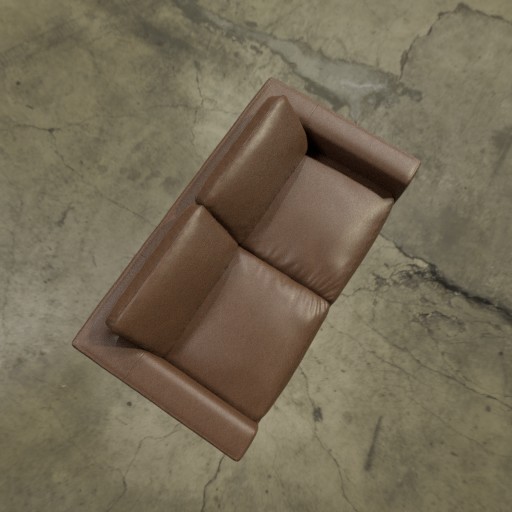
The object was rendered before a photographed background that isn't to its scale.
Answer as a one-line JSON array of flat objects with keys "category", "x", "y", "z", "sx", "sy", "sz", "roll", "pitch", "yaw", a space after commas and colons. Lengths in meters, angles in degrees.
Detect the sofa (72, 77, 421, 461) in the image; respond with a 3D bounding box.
[{"category": "sofa", "x": 0.000, "y": 0.000, "z": 2.558, "sx": 1.070, "sy": 0.800, "sz": 1.920, "roll": 32, "pitch": 77, "yaw": 8}]
